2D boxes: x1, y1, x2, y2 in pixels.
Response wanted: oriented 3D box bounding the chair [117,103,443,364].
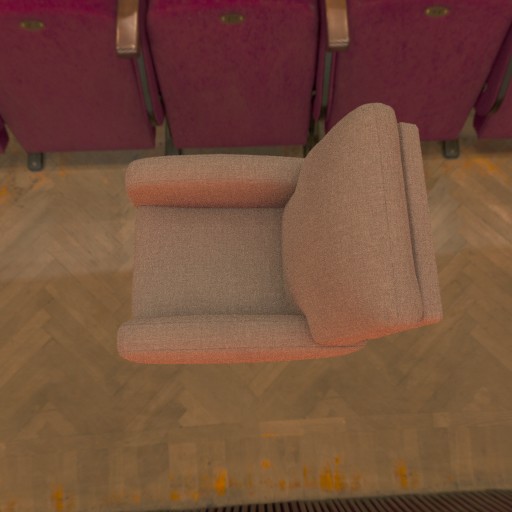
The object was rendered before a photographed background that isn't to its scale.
[{"bbox_3d":[0.000,0.000,1.642,0.990,0.990,0.762,-2,75,0],"label":"chair"}]
